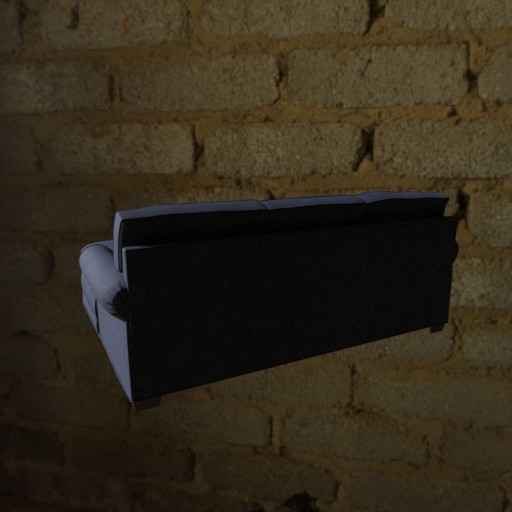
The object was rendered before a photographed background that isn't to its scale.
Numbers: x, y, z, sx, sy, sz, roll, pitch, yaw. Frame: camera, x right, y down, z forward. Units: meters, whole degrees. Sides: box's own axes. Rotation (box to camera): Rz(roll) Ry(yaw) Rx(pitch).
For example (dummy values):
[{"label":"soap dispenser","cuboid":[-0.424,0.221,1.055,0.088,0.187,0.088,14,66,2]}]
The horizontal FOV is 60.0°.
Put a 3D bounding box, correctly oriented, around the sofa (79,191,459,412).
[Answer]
[{"label":"sofa","cuboid":[0.000,0.000,3.467,2.567,1.063,1.780,-7,15,-27]}]
